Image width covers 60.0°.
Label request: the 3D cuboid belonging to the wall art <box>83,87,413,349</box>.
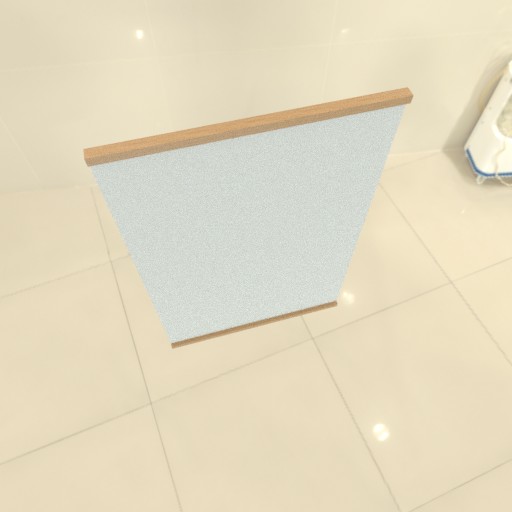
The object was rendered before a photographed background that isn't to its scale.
[{"bbox_3d":[0.000,0.000,0.656,0.335,0.510,0.013,-13,59,-8],"label":"wall art"}]
